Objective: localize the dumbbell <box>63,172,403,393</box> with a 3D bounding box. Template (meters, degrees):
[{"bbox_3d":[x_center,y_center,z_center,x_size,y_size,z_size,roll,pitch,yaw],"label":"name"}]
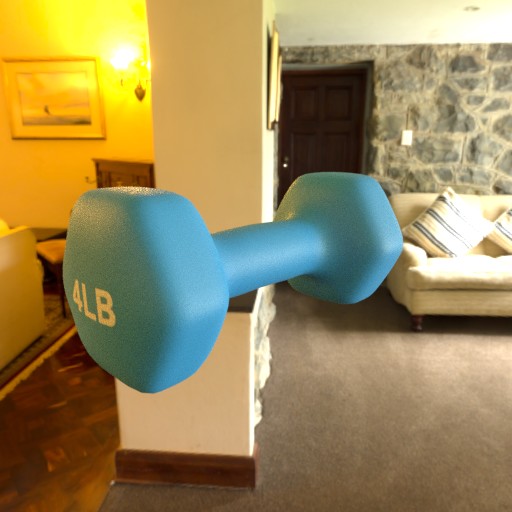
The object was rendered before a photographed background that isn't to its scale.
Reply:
[{"bbox_3d":[0.000,0.000,0.193,0.152,0.066,0.074,-14,20,-43],"label":"dumbbell"}]
